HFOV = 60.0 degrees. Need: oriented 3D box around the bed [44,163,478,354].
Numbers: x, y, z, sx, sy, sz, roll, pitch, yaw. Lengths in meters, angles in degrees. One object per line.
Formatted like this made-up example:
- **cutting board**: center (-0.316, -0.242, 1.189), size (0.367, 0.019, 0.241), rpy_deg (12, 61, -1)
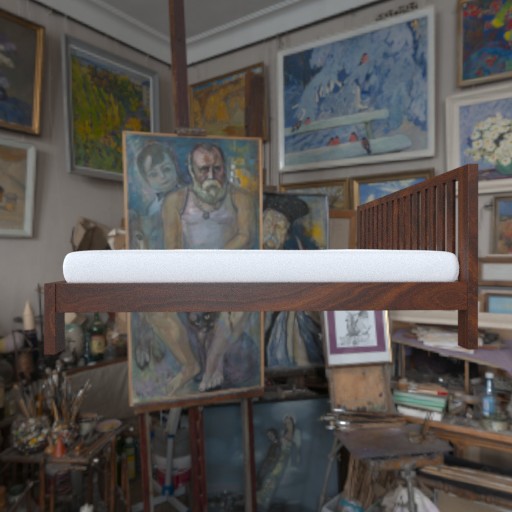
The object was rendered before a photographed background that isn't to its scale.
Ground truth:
- **bed**: center (0.000, 0.000, 3.020), size (2.030, 0.890, 1.905), rpy_deg (0, 0, -3)
